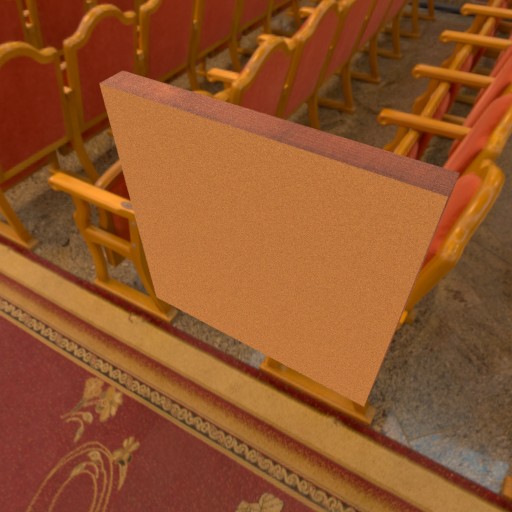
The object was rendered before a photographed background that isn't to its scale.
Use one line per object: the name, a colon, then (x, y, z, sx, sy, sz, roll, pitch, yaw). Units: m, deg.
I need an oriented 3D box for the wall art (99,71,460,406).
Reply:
wall art: (0.000, 0.000, 0.578, 0.386, 0.385, 0.038, 24, 51, 21)
